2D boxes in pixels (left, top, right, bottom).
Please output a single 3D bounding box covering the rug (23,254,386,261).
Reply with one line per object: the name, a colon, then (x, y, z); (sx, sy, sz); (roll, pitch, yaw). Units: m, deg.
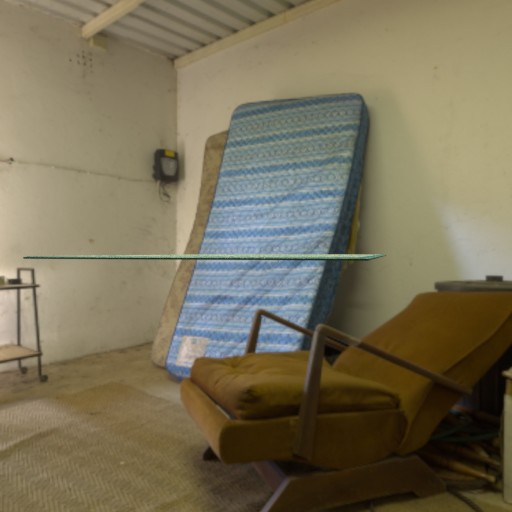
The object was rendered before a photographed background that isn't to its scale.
rug: (0.000, 0.000, 2.857); (1.554, 0.012, 2.205); (0, 1, 18)
